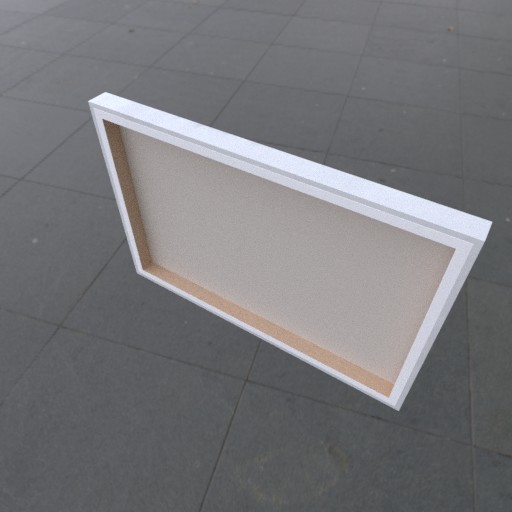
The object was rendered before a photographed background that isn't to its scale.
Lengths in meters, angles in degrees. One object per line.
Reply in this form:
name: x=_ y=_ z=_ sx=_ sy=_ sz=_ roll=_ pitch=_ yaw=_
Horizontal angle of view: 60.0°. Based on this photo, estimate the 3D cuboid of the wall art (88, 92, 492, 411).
wall art: x=0.000 y=0.000 z=0.749 sx=0.609 sy=0.407 sz=0.038 roll=24 pitch=50 yaw=22
